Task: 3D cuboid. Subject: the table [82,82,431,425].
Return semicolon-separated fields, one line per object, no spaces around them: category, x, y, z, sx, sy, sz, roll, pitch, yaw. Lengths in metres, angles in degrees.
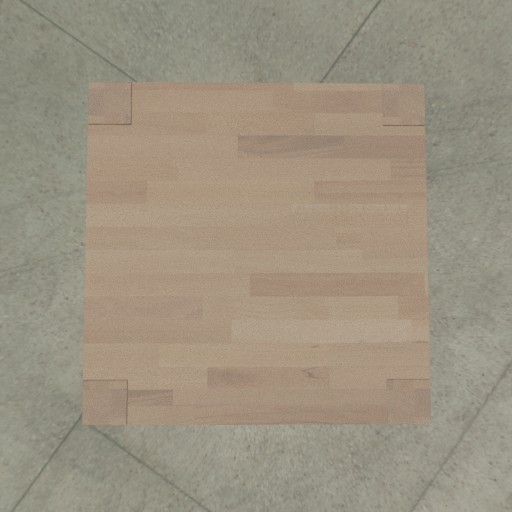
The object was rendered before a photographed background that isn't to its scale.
table;0.000;0.000;1.130;0.700;0.451;0.700;0;87;-1
